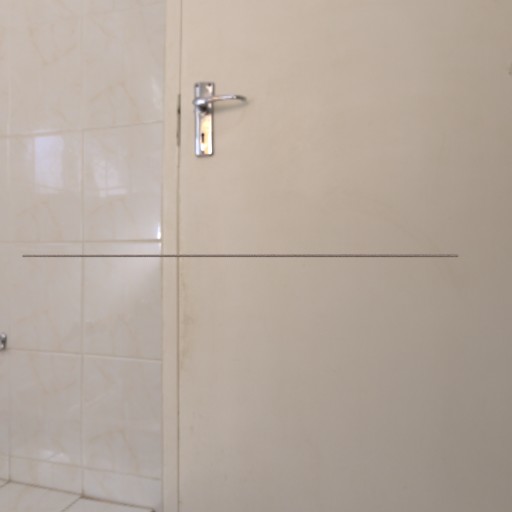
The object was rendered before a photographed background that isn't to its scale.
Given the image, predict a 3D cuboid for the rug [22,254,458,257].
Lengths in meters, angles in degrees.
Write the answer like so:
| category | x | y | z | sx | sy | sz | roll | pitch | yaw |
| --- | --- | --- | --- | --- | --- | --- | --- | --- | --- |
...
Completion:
| category | x | y | z | sx | sy | sz | roll | pitch | yaw |
| --- | --- | --- | --- | --- | --- | --- | --- | --- | --- |
| rug | 0.000 | 0.000 | 2.904 | 2.260 | 0.013 | 1.600 | 0 | 0 | 18 |
